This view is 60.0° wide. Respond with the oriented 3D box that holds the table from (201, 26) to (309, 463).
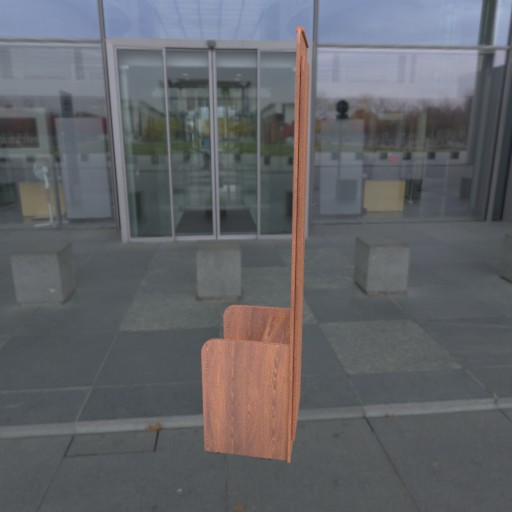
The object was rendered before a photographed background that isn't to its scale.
[{"bbox_3d":[0.000,0.000,2.031,0.420,1.830,0.450,3,15,9],"label":"table"}]
